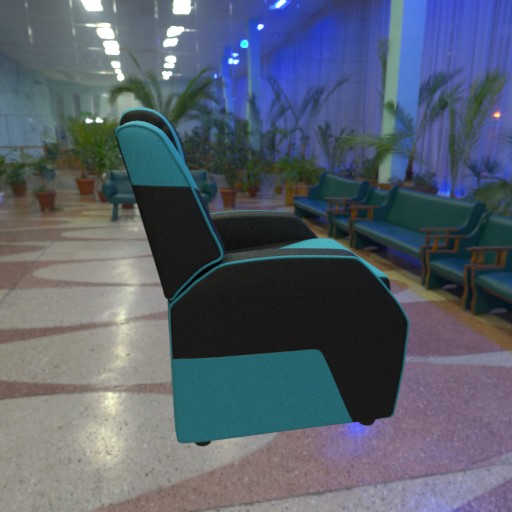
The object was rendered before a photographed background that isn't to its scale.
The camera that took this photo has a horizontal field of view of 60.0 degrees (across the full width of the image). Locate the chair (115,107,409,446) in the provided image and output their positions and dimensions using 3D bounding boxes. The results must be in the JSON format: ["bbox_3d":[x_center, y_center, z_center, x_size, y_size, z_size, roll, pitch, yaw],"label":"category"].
[{"bbox_3d":[0.000,0.000,1.288,0.672,0.805,0.620,-3,16,-10],"label":"chair"}]
